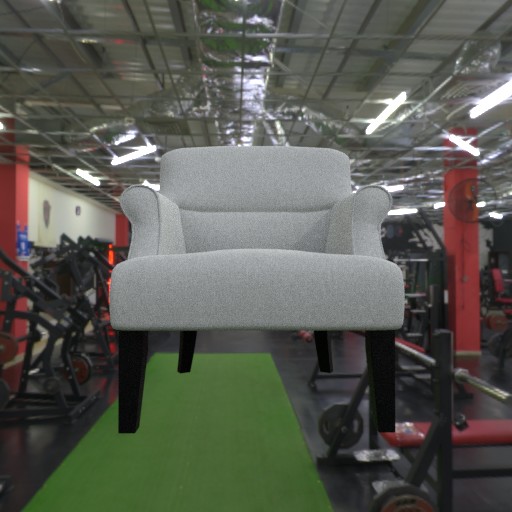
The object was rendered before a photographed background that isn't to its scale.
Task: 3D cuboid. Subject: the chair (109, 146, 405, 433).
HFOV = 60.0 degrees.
[{"bbox_3d":[0.000,0.000,1.430,0.781,0.875,0.750,0,-1,-1],"label":"chair"}]
